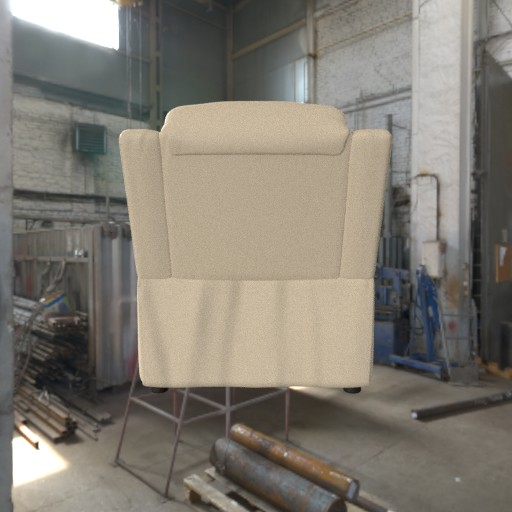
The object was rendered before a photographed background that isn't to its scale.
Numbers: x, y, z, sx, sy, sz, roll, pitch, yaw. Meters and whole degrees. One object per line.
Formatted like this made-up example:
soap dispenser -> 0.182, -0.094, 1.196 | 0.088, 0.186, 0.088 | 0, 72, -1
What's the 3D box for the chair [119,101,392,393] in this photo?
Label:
chair -> 0.000, 0.000, 1.295 | 0.680, 0.702, 0.709 | 0, 1, 0
